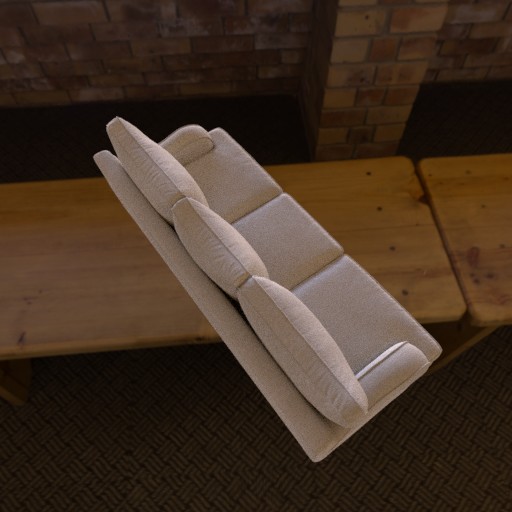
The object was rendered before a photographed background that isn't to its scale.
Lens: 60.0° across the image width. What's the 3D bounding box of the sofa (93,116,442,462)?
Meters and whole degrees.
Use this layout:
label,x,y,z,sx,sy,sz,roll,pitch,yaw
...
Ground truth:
label,x,y,z,sx,sy,sz,roll,pitch,yaw
sofa,0.000,0.000,2.841,1.016,0.991,2.323,-32,63,-18
